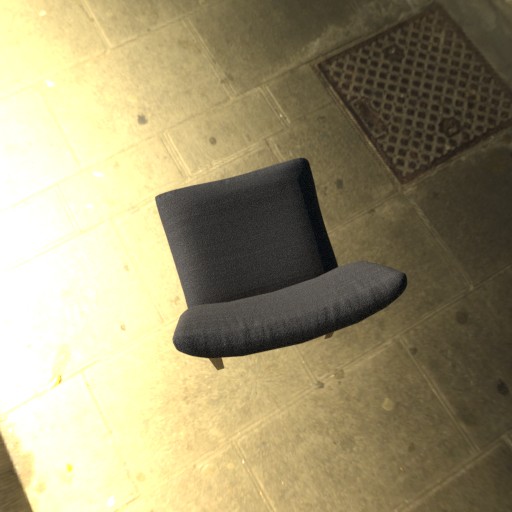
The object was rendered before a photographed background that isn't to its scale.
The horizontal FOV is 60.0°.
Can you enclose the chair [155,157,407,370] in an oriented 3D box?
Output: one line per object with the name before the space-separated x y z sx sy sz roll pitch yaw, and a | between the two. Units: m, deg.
chair | 0.000 0.000 1.276 0.496 0.940 0.585 -15 75 -4
